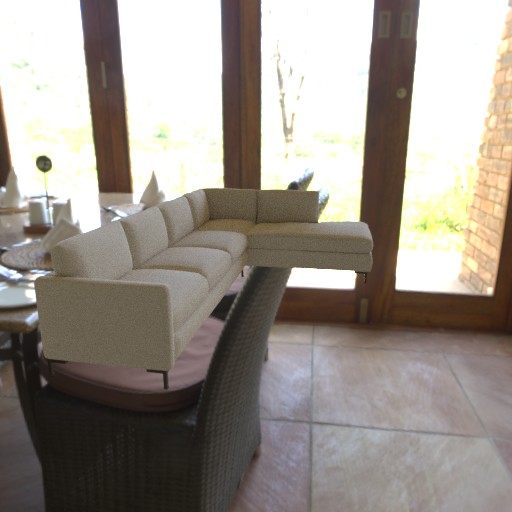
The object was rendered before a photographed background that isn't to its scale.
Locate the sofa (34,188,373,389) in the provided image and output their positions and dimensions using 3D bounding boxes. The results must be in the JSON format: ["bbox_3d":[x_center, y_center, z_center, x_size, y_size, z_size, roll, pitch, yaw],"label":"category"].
[{"bbox_3d":[0.000,0.000,3.721,2.007,0.815,2.949,3,16,10],"label":"sofa"}]
